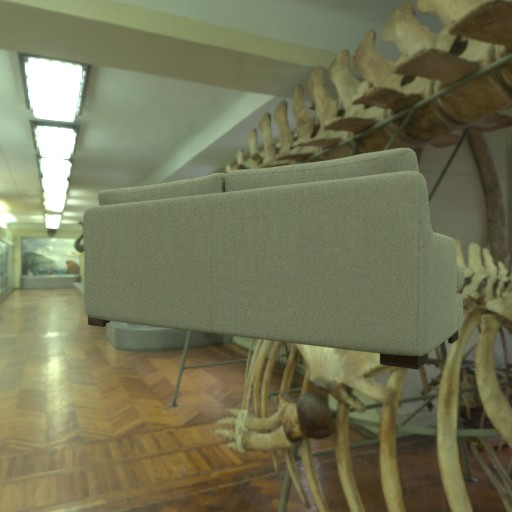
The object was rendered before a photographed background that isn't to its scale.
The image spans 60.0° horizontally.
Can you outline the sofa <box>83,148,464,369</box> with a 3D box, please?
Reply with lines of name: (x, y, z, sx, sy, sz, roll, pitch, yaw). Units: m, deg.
sofa: (0.000, 0.000, 2.873, 2.354, 0.980, 0.962, 0, -1, 35)
